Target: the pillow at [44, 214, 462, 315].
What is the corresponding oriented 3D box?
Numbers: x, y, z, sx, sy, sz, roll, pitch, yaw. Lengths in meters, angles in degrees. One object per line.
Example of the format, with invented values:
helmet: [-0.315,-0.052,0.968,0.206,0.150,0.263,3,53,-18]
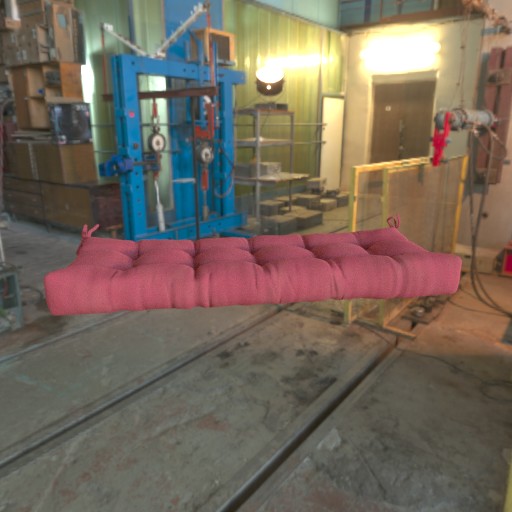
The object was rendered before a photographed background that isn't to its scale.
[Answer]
pillow: [0.000,0.000,1.406,1.194,0.174,0.511,-2,17,-8]
